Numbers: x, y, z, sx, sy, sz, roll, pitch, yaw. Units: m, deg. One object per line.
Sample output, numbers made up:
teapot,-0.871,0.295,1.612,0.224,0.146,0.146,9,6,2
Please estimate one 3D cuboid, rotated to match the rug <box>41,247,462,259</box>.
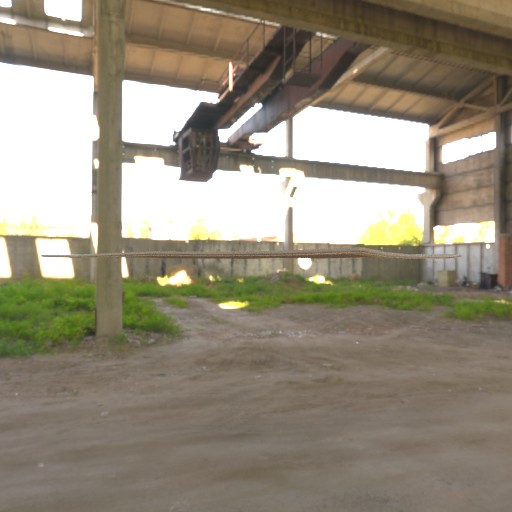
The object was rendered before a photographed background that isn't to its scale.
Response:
rug,0.000,0.000,4.038,3.011,0.054,2.399,0,-1,36
